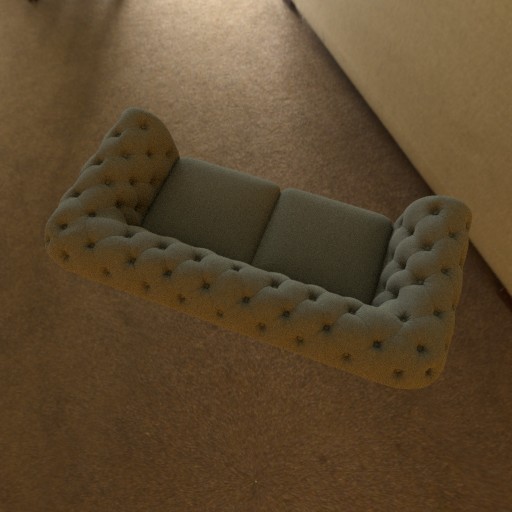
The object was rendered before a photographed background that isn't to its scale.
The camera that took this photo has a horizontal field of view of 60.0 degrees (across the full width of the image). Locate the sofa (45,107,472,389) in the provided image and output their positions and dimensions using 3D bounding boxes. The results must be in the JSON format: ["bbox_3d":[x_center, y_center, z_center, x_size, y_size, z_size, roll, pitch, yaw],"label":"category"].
[{"bbox_3d":[0.000,0.000,2.418,1.998,0.764,0.986,18,64,9],"label":"sofa"}]
